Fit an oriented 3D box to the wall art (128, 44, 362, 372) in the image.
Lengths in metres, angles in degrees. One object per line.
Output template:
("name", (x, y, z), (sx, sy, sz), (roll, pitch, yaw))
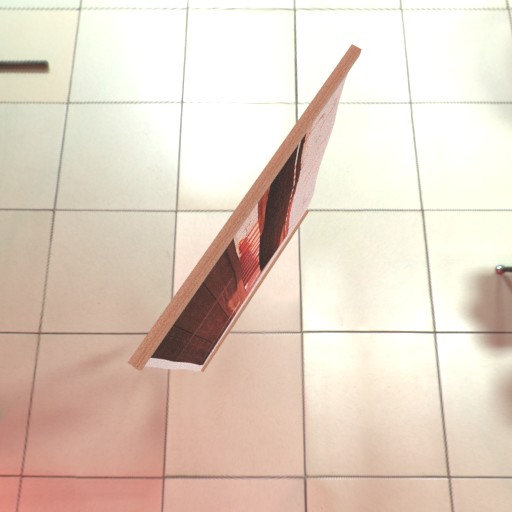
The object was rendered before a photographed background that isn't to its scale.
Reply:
("wall art", (0.000, 0.000, 0.687), (0.013, 0.508, 0.406), (32, 77, 8))
